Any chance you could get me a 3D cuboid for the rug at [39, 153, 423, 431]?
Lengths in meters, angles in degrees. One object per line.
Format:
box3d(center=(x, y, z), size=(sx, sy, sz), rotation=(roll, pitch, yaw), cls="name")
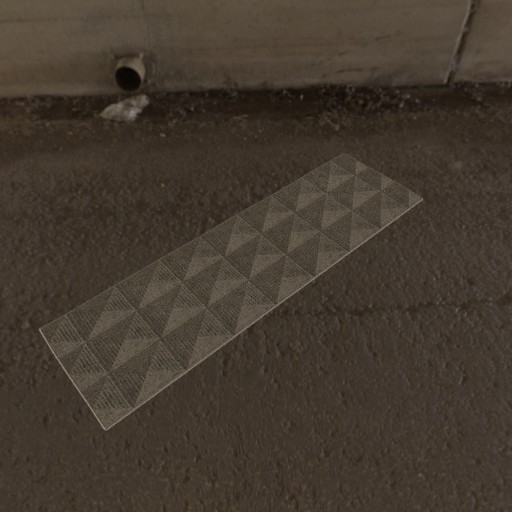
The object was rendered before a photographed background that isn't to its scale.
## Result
box3d(center=(0.000, 0.000, 2.423), size=(2.182, 0.015, 0.645), rotation=(-33, 56, -26), cls="rug")
